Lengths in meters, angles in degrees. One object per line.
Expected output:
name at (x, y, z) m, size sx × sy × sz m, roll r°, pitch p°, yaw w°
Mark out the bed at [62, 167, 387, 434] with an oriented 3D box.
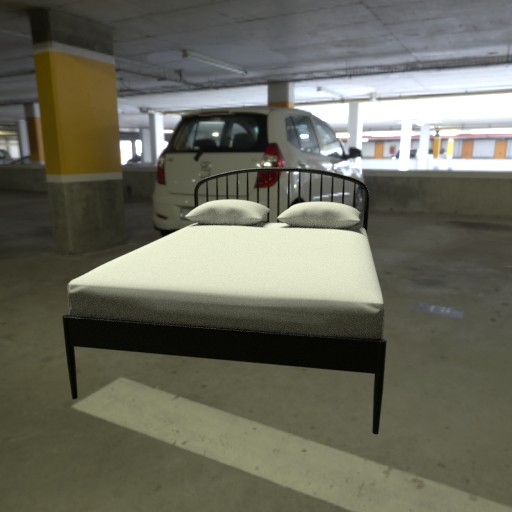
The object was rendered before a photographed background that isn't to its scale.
bed at (0.000, 0.000, 3.124) m, size 1.618 × 1.166 × 2.159 m, roll 3°, pitch 13°, yaw 11°
